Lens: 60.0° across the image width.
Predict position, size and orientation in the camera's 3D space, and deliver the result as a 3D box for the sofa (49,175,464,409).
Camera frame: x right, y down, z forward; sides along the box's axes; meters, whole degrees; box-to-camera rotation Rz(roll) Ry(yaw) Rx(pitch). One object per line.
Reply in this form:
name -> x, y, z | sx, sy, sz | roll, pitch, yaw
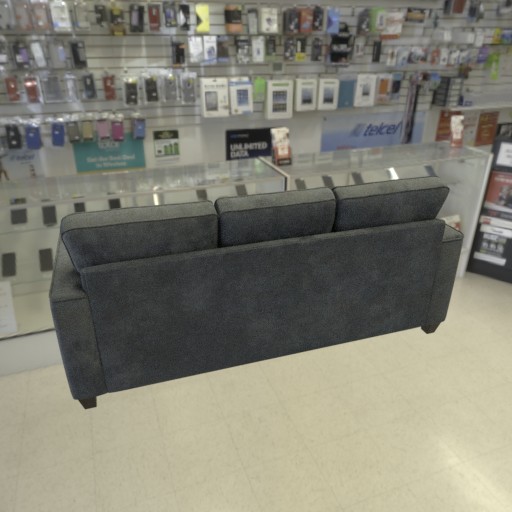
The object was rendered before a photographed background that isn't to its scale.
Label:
sofa -> 0.000, 0.000, 2.589 | 2.133, 0.965, 0.939 | -8, 28, -16
